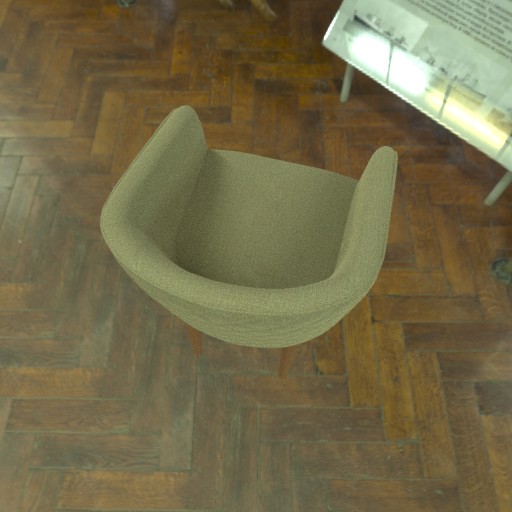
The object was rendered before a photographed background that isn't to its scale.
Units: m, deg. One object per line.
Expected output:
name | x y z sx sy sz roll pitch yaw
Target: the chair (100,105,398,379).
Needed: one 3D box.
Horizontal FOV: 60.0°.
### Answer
chair | 0.000 0.000 1.207 0.584 0.775 0.616 14 63 7
